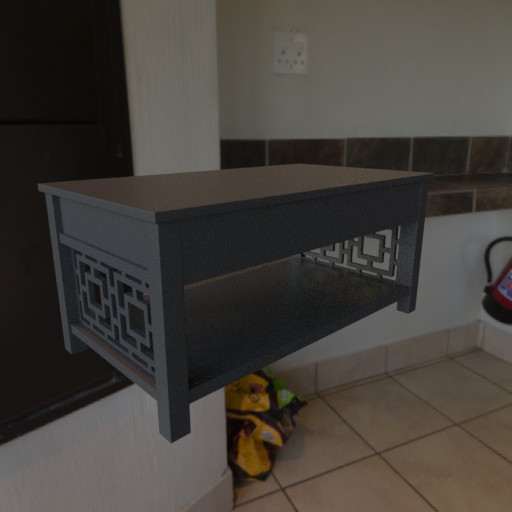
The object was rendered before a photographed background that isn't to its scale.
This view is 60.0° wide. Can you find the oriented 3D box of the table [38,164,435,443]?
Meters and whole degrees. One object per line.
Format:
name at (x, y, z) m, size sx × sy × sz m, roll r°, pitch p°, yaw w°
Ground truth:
table at (0.000, 0.000, 1.411) m, size 1.068 × 0.493 × 0.612 m, roll -14°, pitch 21°, yaw -41°
